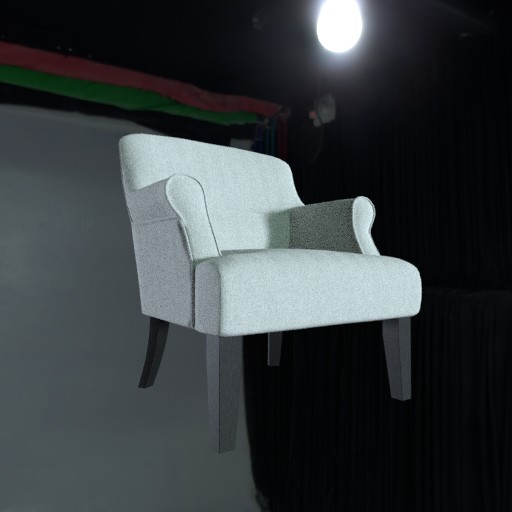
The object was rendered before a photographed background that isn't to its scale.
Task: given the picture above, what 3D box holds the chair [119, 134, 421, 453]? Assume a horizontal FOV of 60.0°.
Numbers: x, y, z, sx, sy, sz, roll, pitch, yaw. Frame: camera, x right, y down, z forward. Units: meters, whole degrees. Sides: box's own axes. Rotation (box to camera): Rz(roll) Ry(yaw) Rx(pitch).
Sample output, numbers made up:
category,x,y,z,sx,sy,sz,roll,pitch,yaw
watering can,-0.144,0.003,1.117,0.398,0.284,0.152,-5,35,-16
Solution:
category,x,y,z,sx,sy,sz,roll,pitch,yaw
chair,0.000,0.000,1.443,0.781,0.875,0.750,1,-1,-35
